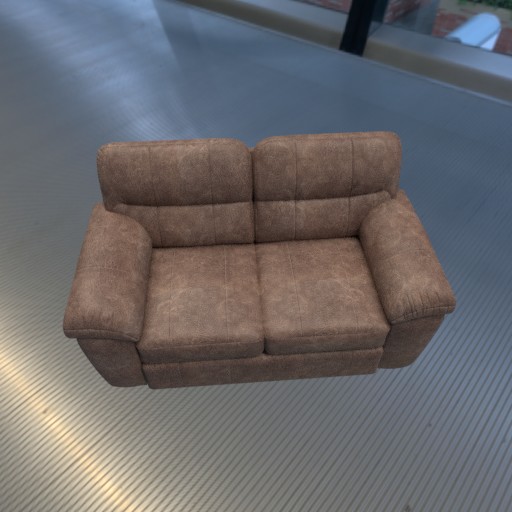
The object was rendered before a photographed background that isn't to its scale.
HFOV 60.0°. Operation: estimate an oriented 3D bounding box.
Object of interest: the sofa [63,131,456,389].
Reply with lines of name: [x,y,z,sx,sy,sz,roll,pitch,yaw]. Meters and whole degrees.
sofa: [0.000,0.000,2.337,1.753,0.991,0.991,-3,47,-3]
